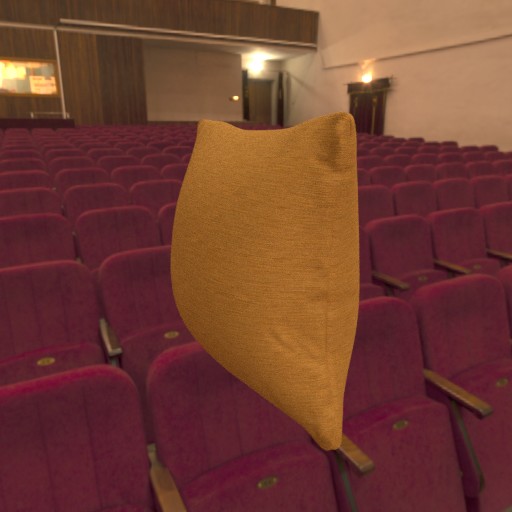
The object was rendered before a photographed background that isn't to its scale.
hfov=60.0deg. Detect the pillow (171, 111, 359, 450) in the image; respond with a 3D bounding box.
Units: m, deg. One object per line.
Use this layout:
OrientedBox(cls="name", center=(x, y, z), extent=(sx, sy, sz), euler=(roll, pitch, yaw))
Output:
OrientedBox(cls="pillow", center=(0.000, 0.000, 0.692), extent=(0.247, 0.417, 0.435), euler=(-8, 18, -26))
